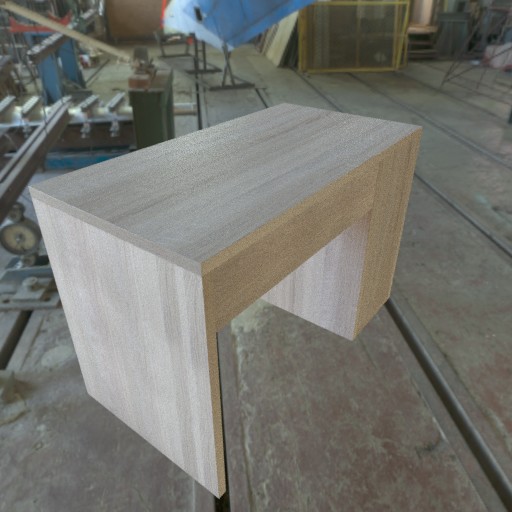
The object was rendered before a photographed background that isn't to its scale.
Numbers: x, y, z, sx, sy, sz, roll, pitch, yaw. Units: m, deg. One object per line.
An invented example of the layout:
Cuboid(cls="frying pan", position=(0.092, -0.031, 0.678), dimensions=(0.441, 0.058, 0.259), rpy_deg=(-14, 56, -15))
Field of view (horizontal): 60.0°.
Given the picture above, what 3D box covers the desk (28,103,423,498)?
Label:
Cuboid(cls="desk", position=(0.000, 0.000, 1.495), dimensions=(0.600, 0.731, 1.100), rpy_deg=(22, 38, 31))
